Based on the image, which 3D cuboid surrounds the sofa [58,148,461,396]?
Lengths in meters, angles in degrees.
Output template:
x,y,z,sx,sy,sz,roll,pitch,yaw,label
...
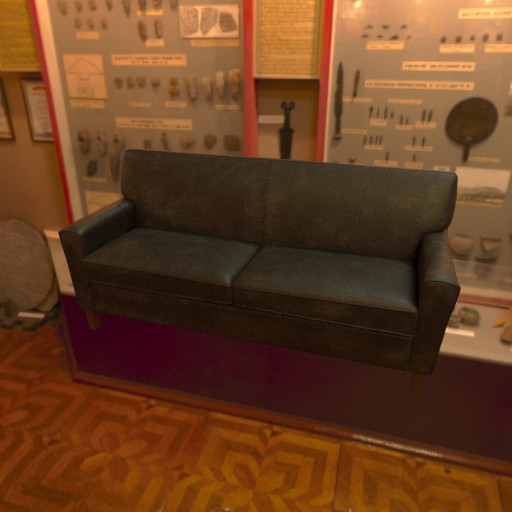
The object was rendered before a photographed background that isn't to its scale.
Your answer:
x,y,z,sx,sy,sz,roll,pitch,yaw,label
0.000,0.000,2.527,2.053,0.947,0.805,8,26,16,sofa
